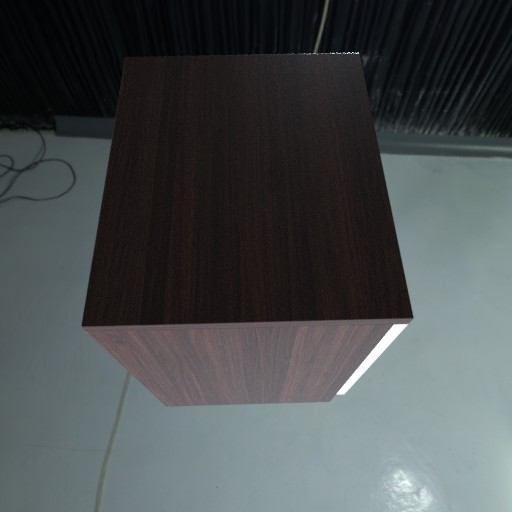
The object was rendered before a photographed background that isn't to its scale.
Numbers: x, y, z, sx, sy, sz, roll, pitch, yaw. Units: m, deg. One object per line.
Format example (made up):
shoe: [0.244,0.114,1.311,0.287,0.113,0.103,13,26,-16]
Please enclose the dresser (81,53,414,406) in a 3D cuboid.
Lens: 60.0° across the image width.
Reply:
dresser: [0.000,0.000,0.745,0.360,0.470,0.400,-1,62,-1]
